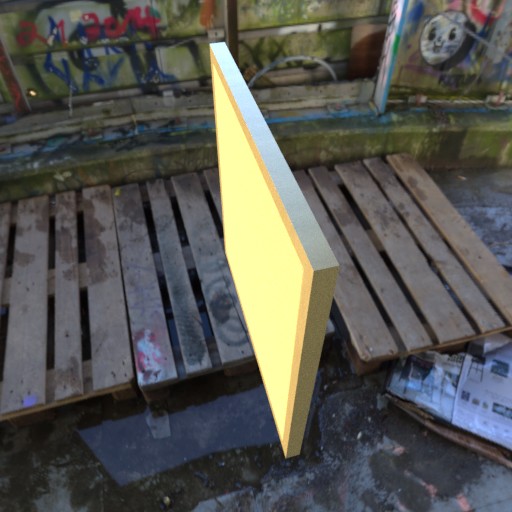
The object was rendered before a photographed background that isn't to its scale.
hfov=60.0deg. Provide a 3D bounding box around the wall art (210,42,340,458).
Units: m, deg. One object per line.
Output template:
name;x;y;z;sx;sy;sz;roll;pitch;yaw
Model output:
wall art;0.000;0.000;2.884;0.097;1.936;1.935;-11;49;-10
